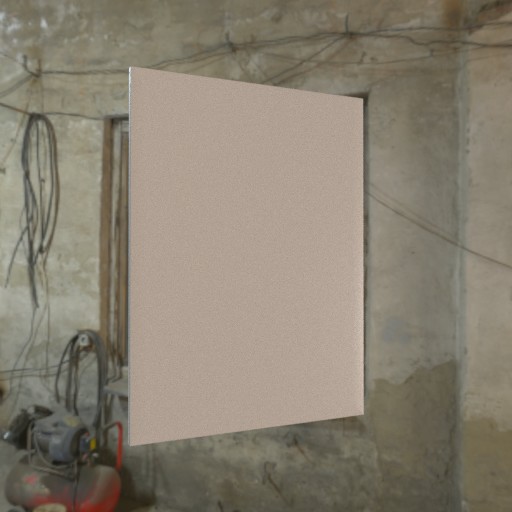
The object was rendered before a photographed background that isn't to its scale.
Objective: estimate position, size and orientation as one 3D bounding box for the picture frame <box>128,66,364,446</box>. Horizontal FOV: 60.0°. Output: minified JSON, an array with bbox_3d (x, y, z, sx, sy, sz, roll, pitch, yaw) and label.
[{"bbox_3d":[0.000,0.000,0.689,0.381,0.534,0.012,0,0,-19],"label":"picture frame"}]
